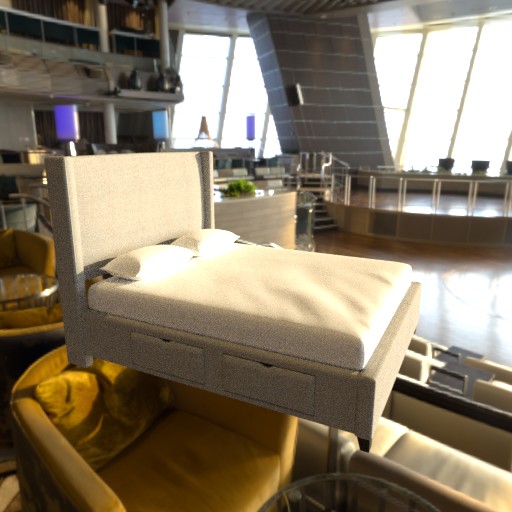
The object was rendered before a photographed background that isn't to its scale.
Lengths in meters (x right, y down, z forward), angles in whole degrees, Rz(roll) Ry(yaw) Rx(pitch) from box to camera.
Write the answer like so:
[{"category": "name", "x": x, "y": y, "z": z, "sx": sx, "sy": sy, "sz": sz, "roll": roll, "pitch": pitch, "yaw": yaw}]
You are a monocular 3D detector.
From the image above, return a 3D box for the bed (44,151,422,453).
[{"category": "bed", "x": 0.000, "y": 0.000, "z": 3.351, "sx": 2.222, "sy": 1.491, "sz": 1.774, "roll": 7, "pitch": 16, "yaw": 26}]
